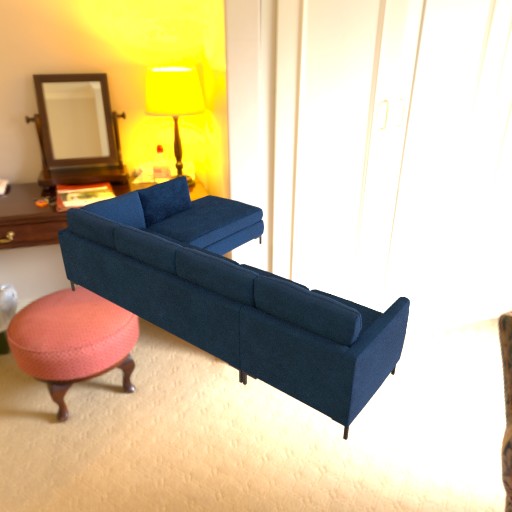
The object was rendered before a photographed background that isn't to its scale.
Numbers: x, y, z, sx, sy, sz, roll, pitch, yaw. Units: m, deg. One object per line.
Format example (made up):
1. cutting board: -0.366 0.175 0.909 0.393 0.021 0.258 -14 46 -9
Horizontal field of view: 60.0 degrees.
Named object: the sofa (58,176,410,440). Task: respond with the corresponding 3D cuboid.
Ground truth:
1. sofa: 0.000 0.000 3.294 2.486 0.687 1.707 18 31 33
